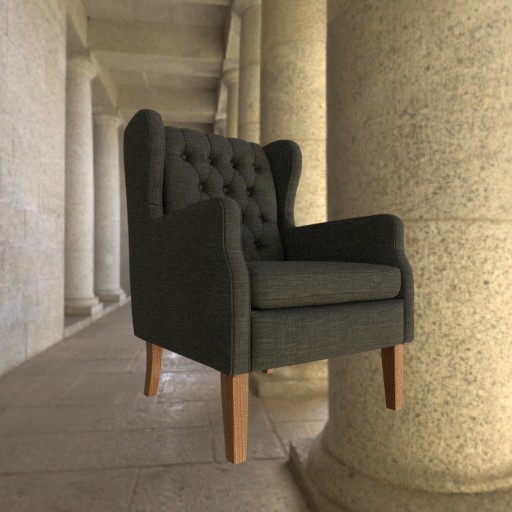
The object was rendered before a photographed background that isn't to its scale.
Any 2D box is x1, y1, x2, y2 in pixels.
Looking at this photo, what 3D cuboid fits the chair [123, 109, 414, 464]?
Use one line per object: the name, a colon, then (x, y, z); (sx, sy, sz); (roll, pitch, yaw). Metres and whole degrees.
chair: (0.000, 0.000, 1.462); (0.711, 0.953, 0.775); (0, -1, -37)
